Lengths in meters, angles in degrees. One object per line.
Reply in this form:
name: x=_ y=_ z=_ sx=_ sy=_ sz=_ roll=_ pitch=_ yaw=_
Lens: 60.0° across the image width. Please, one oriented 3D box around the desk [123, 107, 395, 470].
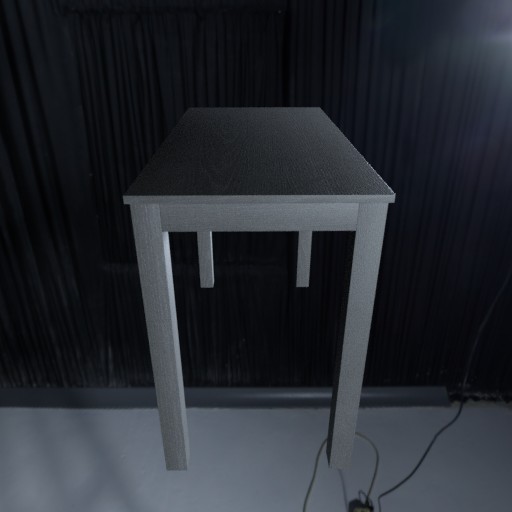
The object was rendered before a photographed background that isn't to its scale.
desk: x=0.000 y=0.000 z=1.424 sx=0.499 sy=0.762 sz=0.991 roll=0 pitch=27 yaw=-1
